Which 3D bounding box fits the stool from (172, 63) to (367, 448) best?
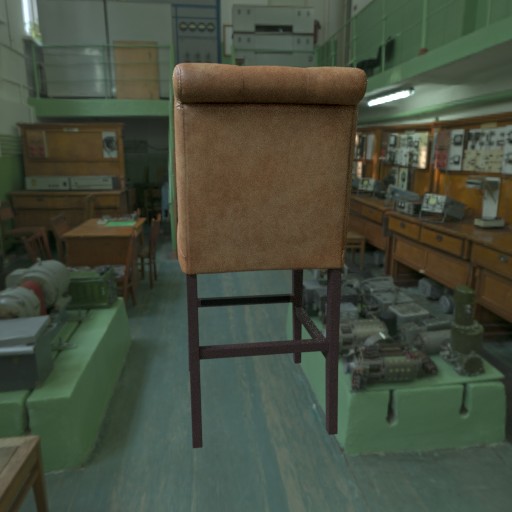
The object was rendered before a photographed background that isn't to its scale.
[{"bbox_3d":[0.000,0.000,1.410,0.493,1.047,0.601,-2,14,-9],"label":"stool"}]
